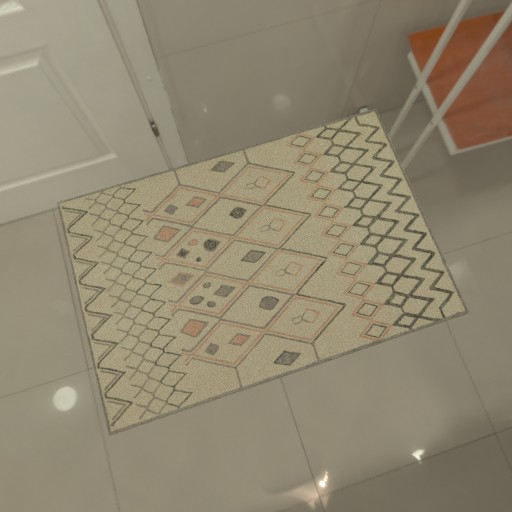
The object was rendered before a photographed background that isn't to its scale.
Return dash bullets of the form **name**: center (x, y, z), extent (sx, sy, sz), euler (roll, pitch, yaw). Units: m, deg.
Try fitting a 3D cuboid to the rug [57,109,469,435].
- **rug**: center (0.000, 0.000, 2.280), extent (1.829, 0.016, 1.219), euler (-18, 75, -5)
